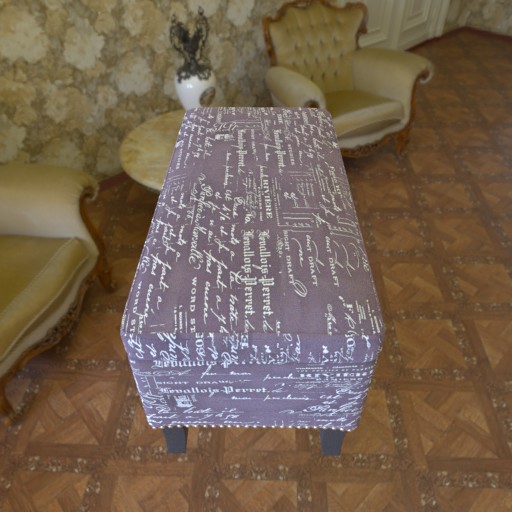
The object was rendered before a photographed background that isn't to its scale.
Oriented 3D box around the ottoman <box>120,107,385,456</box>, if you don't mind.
[{"bbox_3d":[0.000,0.000,1.079,0.406,0.457,0.813,1,42,1],"label":"ottoman"}]
